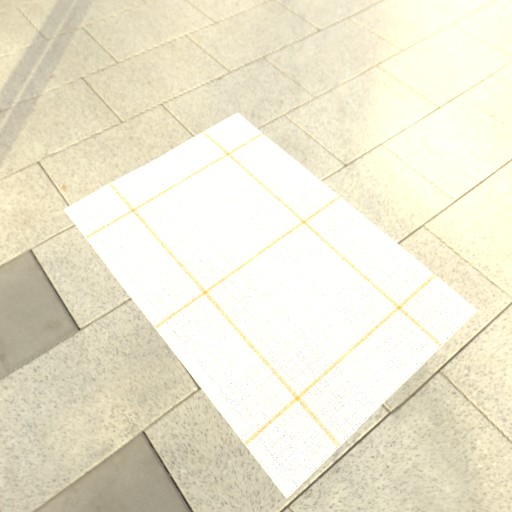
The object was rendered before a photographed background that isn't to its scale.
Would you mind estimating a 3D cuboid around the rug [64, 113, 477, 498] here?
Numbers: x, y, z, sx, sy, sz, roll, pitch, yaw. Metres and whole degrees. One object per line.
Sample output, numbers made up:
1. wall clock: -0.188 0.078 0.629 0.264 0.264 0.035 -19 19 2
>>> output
1. rug: 0.000 0.000 2.273 1.232 0.015 1.825 -35 64 -20
